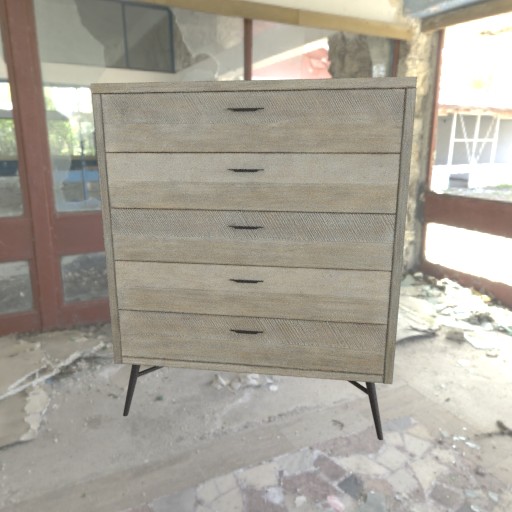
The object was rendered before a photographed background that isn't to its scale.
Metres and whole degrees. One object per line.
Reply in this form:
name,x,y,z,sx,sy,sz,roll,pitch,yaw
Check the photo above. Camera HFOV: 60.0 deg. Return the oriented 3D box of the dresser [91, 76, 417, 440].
dresser,0.000,0.000,1.718,1.016,1.219,0.457,2,14,8
